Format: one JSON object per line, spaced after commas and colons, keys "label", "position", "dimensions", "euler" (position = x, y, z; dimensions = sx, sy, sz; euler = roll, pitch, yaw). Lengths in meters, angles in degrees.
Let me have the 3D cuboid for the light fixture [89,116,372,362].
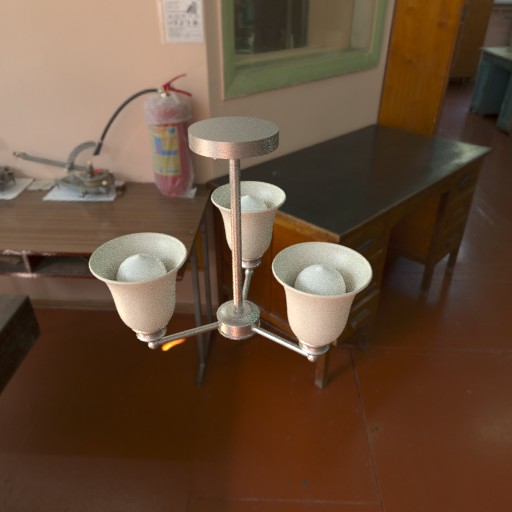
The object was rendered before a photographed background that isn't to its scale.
{"label": "light fixture", "position": [0.000, 0.000, 0.665], "dimensions": [0.354, 0.370, 0.388], "euler": [21, 38, 30]}
